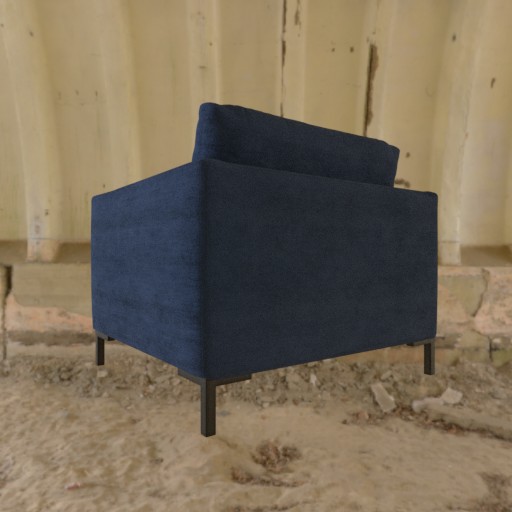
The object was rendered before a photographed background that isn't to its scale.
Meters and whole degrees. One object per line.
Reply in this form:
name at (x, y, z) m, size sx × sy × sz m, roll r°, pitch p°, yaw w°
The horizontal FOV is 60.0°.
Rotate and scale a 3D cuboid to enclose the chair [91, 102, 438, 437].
chair at (0.000, 0.000, 1.598) m, size 0.964 × 0.812 × 0.875 m, roll 0°, pitch 0°, yaw -36°
